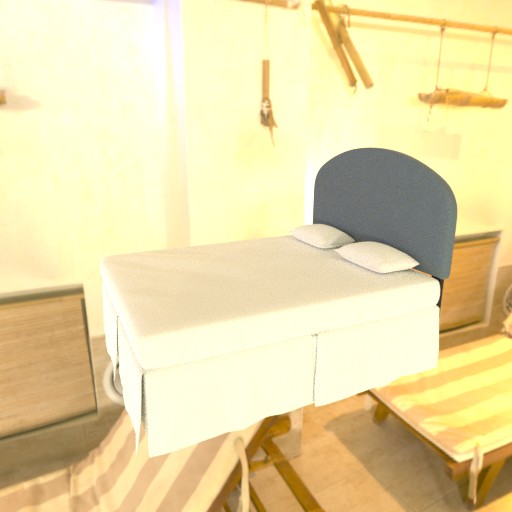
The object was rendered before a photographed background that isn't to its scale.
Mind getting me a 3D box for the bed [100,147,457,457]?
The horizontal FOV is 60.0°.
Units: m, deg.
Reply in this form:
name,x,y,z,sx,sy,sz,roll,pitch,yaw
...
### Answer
name,x,y,z,sx,sy,sz,roll,pitch,yaw
bed,0.000,0.000,3.034,2.005,1.410,1.607,-8,18,-24
